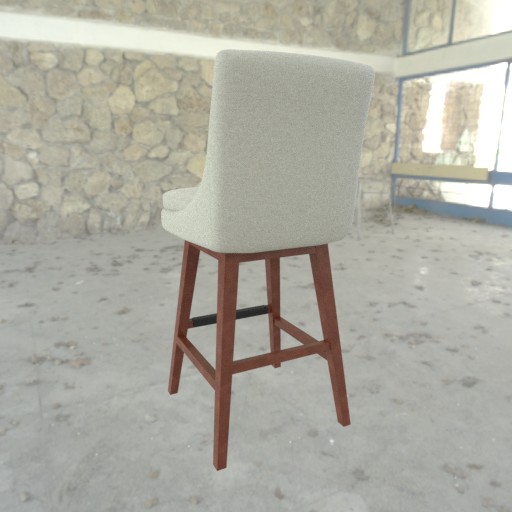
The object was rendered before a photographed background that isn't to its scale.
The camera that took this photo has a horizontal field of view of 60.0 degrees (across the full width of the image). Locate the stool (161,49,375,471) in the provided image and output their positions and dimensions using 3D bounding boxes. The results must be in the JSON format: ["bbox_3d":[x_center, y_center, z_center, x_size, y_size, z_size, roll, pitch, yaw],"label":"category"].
[{"bbox_3d":[0.000,0.000,1.401,0.470,1.092,0.559,-7,15,-27],"label":"stool"}]
